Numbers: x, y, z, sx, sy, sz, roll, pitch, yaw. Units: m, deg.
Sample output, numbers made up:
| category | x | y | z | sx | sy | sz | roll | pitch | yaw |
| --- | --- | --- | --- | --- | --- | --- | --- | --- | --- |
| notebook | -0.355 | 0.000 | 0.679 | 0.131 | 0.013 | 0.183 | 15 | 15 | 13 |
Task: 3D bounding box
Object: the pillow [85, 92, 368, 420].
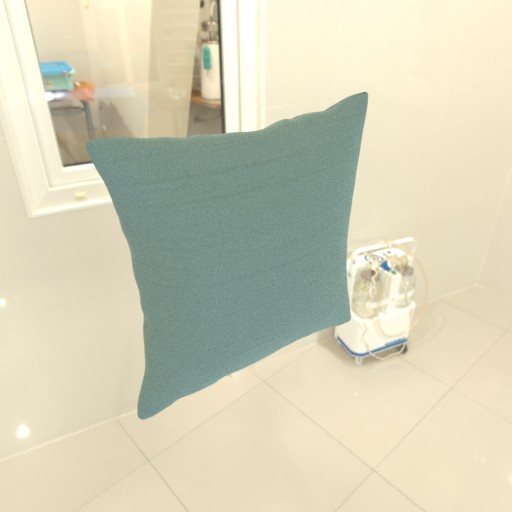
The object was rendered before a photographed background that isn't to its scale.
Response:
| category | x | y | z | sx | sy | sz | roll | pitch | yaw |
| --- | --- | --- | --- | --- | --- | --- | --- | --- | --- |
| pillow | 0.000 | 0.000 | 0.727 | 0.470 | 0.464 | 0.175 | -20 | 36 | -30 |
